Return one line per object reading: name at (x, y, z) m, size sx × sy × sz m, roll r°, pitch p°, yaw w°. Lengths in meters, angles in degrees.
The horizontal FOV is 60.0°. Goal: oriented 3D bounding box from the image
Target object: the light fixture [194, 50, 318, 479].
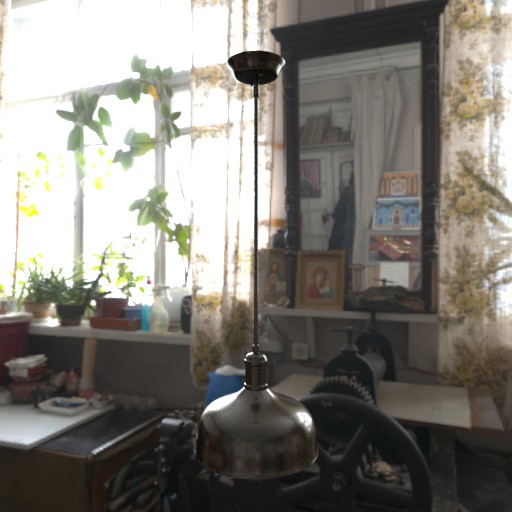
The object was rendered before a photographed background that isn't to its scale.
light fixture at (0.000, 0.000, 1.077) m, size 0.299 × 0.935 × 0.299 m, roll 0°, pitch 0°, yaw -18°
